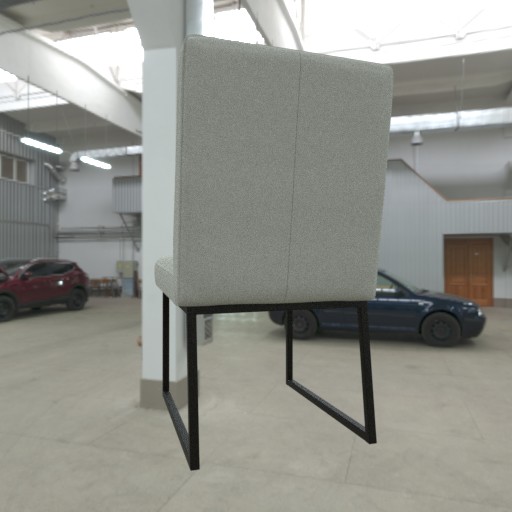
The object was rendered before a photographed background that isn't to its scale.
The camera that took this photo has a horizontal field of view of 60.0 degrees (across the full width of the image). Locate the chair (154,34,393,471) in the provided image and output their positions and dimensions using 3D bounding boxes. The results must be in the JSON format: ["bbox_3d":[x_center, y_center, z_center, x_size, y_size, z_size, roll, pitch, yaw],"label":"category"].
[{"bbox_3d":[0.000,0.000,1.271,0.520,0.930,0.634,0,0,-18],"label":"chair"}]
